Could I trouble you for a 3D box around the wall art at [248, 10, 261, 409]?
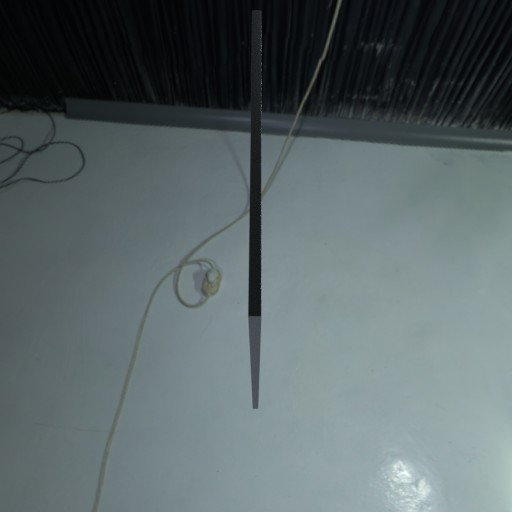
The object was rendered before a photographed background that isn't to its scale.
[{"bbox_3d":[0.000,0.000,0.825,0.013,0.657,0.457,0,64,0],"label":"wall art"}]
